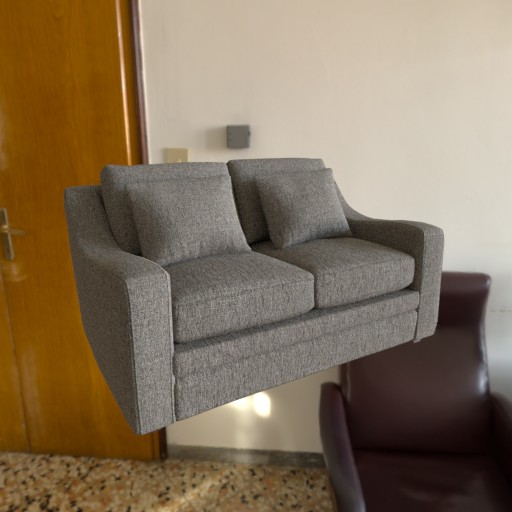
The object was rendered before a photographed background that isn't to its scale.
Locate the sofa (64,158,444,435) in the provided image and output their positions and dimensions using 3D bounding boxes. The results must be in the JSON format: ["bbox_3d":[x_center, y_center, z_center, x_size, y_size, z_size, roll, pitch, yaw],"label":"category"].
[{"bbox_3d":[0.000,0.000,2.407,1.778,0.991,1.120,-9,18,-29],"label":"sofa"}]
